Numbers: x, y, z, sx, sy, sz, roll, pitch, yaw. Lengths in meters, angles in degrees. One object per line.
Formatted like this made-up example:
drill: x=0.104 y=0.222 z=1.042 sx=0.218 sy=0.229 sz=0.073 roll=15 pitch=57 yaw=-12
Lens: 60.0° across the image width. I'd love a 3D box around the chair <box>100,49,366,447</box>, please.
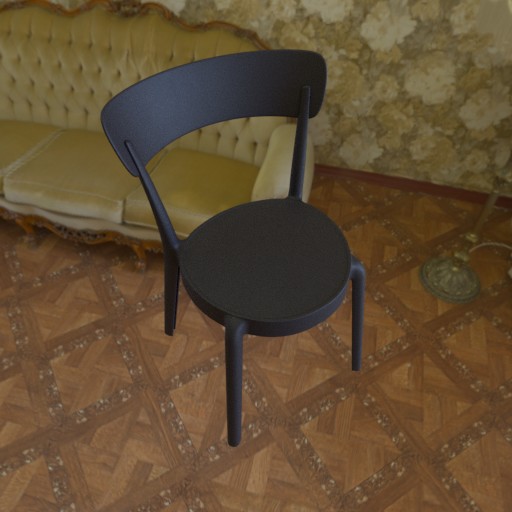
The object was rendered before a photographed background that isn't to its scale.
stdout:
chair: x=0.000 y=0.000 z=1.094 sx=0.506 sy=0.790 sz=0.491 roll=-24 pitch=52 yaw=-21
